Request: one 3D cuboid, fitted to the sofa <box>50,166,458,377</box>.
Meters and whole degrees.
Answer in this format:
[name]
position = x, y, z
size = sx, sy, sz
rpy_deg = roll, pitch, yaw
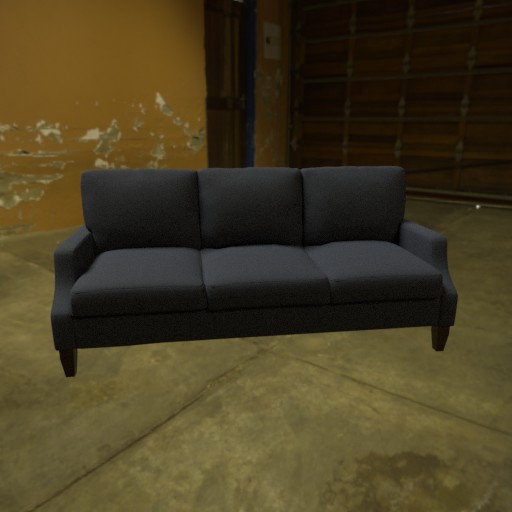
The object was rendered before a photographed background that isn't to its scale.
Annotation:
[sofa]
position = 0.000, 0.000, 2.606
size = 2.115, 0.984, 0.888
rpy_deg = -2, 16, -7
